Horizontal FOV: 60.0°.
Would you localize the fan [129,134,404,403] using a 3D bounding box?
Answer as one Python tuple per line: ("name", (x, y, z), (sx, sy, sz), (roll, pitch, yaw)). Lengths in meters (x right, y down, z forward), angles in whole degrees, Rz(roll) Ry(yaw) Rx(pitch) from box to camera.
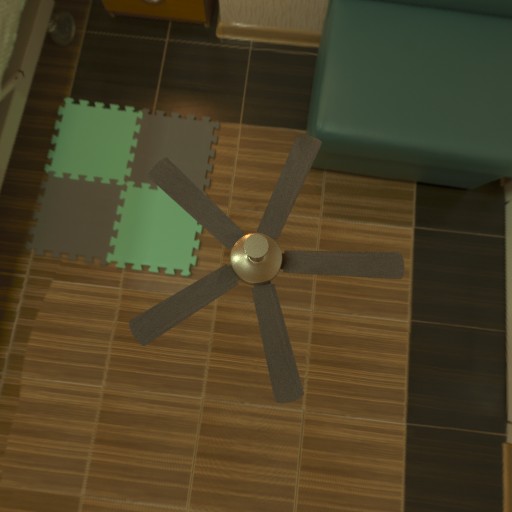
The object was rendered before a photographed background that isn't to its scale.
("fan", (0.000, 0.000, 2.042), (1.321, 0.356, 1.321), (-22, 78, -5))
